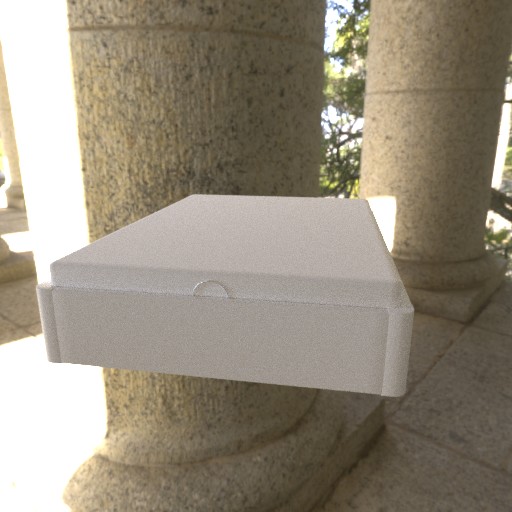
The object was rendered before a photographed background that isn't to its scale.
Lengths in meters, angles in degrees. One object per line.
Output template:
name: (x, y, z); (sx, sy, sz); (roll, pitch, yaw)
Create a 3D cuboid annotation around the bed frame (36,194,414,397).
bed frame: (0.000, 0.000, 2.493); (1.400, 0.406, 1.900); (3, 17, 10)
